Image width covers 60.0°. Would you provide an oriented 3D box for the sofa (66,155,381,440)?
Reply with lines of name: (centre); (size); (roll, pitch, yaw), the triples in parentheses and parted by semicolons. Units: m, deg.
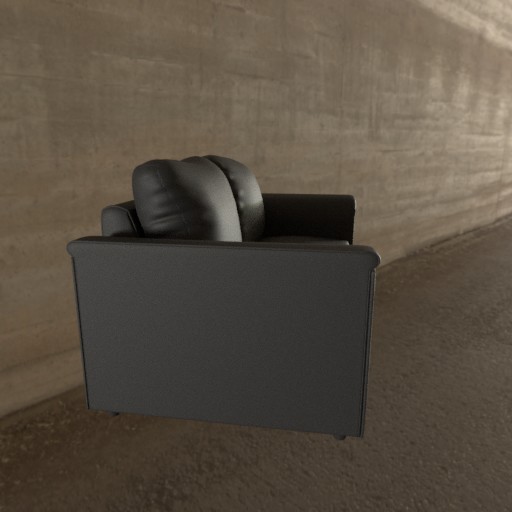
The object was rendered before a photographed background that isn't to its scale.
sofa: (0.000, 0.000, 1.912); (0.887, 0.845, 1.386); (2, 14, 9)
